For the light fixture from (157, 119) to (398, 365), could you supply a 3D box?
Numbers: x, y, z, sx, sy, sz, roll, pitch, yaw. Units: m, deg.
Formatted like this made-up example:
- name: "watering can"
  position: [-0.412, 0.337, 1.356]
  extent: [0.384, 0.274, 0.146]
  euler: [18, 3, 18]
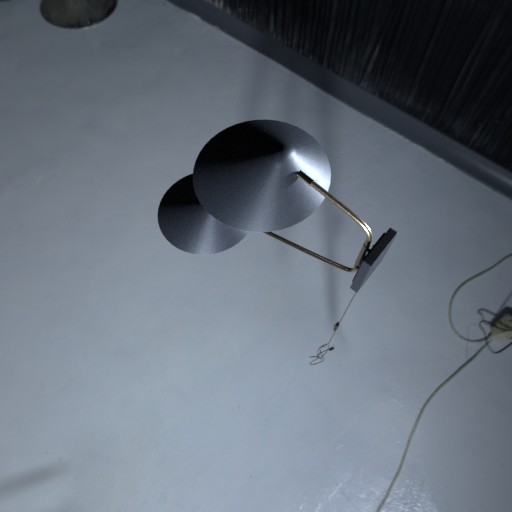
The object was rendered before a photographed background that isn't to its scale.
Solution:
- name: "light fixture"
  position: [0.000, 0.000, 0.837]
  extent: [0.422, 0.665, 0.189]
  euler: [36, 69, 17]
